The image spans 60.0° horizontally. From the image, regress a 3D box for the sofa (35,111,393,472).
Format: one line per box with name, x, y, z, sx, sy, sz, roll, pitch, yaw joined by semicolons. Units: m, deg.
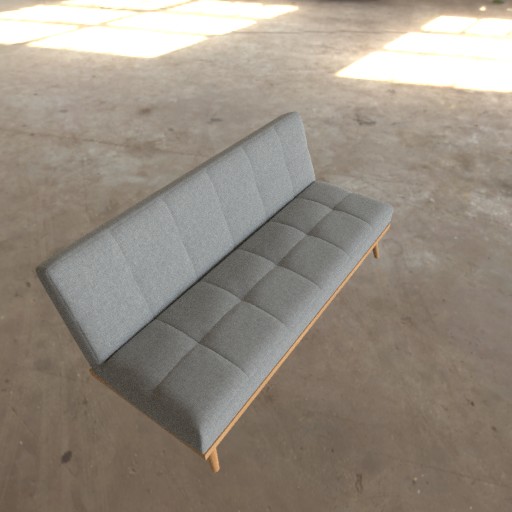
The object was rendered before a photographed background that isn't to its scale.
sofa;0.000;0.000;2.275;0.800;0.800;1.820;24;46;26
